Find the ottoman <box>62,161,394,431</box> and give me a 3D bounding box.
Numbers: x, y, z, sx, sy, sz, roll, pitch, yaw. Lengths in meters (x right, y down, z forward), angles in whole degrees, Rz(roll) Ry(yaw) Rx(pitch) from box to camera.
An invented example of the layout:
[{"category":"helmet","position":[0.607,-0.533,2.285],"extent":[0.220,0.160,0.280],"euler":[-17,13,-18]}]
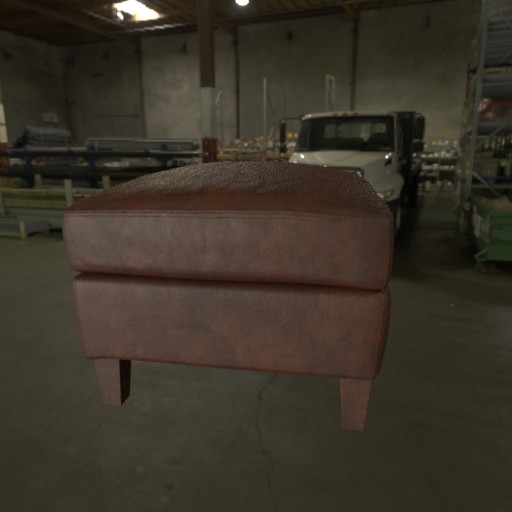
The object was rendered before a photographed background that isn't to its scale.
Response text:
[{"category":"ottoman","position":[0.000,0.000,1.253],"extent":[0.659,0.527,0.887],"euler":[2,14,10]}]
